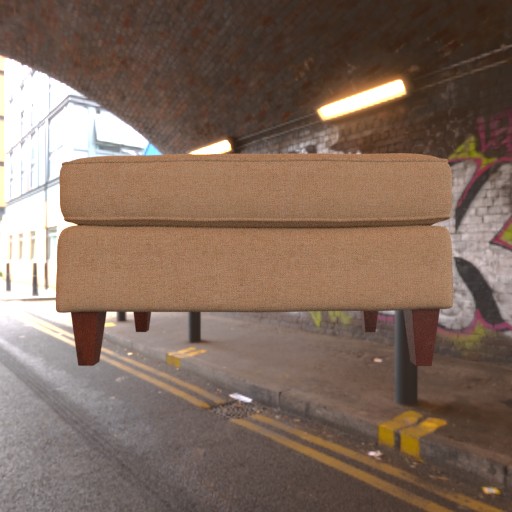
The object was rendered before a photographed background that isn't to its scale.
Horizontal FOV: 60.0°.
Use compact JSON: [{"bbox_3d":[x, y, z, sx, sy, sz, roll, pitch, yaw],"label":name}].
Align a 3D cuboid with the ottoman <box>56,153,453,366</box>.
[{"bbox_3d":[0.000,0.000,1.213,0.862,0.484,0.583,0,0,0],"label":"ottoman"}]
